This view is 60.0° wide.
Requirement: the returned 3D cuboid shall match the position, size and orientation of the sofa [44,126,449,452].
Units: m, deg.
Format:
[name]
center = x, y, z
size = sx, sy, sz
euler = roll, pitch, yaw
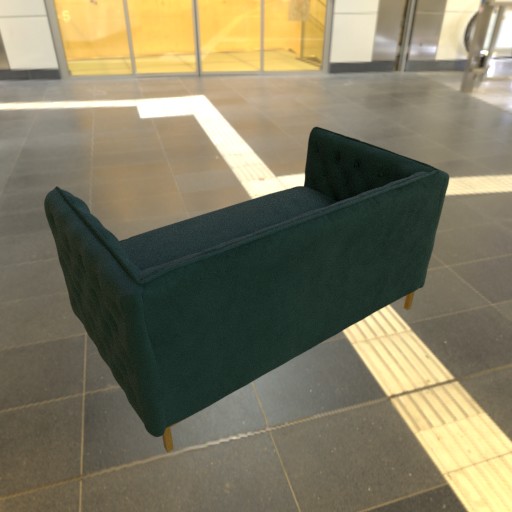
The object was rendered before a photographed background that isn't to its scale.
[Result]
[sofa]
center = 0.000, 0.000, 2.106
size = 1.583, 0.810, 0.909
euler = -21, 38, -30
